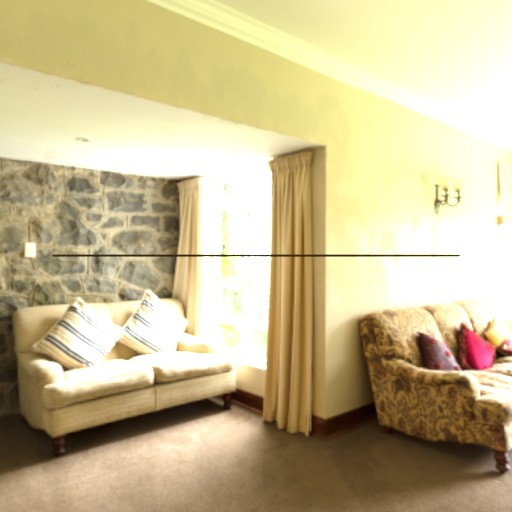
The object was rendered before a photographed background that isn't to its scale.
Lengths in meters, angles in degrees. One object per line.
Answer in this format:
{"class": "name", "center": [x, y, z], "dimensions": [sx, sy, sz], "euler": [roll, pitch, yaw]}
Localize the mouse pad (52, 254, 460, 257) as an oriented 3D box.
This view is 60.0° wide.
{"class": "mouse pad", "center": [0.000, 0.000, 0.631], "dimensions": [0.393, 0.002, 0.451], "euler": [0, 0, 0]}
